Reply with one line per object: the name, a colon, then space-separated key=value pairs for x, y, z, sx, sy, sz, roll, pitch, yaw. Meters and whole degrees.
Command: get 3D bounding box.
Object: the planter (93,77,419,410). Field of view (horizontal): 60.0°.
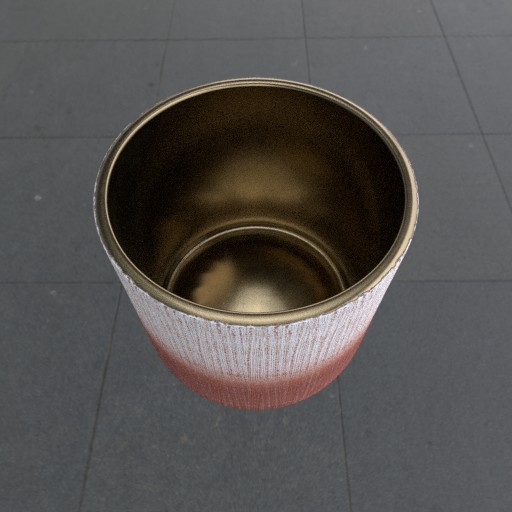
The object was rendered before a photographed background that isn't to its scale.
planter: x=0.000 y=0.000 z=0.383 sx=0.221 sy=0.201 sz=0.221 roll=0 pitch=58 yaw=0
